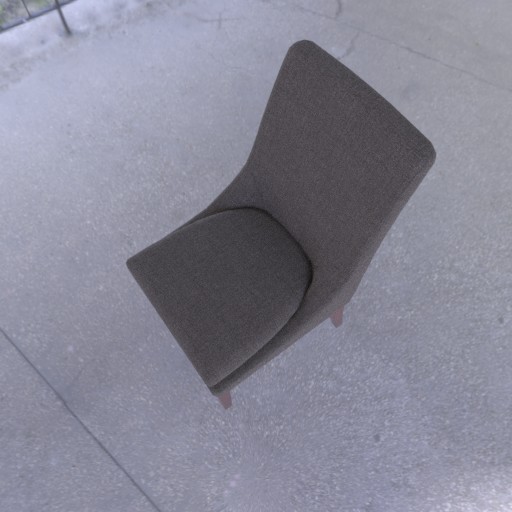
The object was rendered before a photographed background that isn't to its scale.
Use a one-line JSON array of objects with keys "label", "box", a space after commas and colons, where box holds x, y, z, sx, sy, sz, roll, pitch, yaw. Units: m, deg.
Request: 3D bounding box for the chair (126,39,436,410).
[{"label": "chair", "box": [0.000, 0.000, 1.330, 0.655, 0.952, 0.508, -33, 68, -15]}]
